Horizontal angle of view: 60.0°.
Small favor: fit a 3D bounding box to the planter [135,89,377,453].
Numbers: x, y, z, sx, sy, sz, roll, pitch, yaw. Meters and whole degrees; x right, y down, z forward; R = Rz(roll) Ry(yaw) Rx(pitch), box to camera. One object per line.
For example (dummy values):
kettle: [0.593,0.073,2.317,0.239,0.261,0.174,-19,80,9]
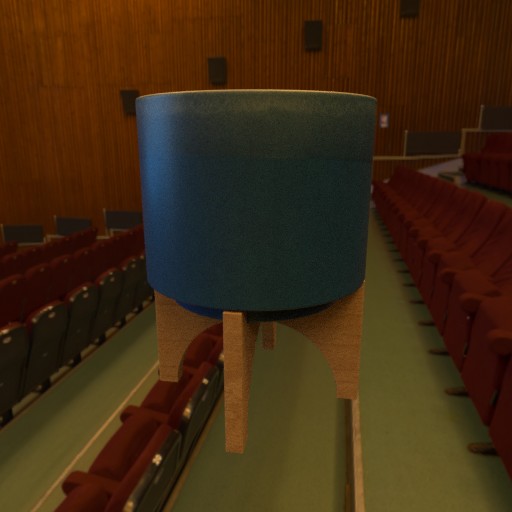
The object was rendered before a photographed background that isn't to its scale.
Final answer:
planter: [0.000,0.000,0.398,0.192,0.263,0.192,0,15,0]
